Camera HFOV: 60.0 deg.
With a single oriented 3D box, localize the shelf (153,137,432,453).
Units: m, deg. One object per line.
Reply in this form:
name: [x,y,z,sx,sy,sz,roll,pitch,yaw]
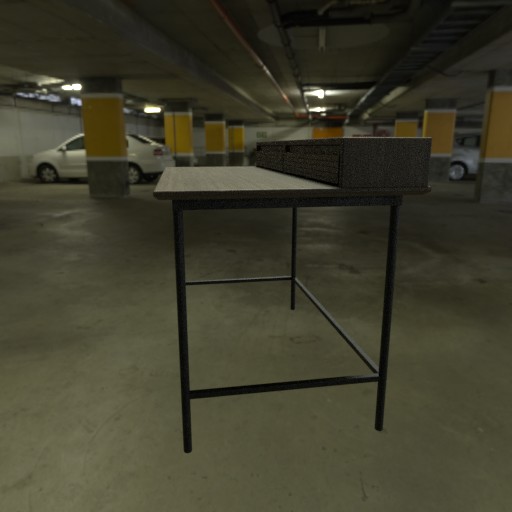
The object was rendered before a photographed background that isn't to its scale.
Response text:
shelf: [0.000,0.000,1.713,0.685,0.865,1.212,-2,14,-10]
